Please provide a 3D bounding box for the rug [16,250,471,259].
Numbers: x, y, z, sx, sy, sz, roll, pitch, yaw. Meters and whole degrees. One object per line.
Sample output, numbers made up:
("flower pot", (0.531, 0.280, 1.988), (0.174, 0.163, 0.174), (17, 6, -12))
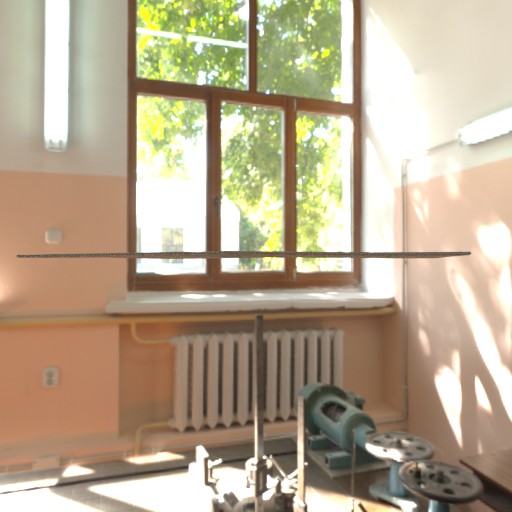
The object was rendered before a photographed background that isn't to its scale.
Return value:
("rug", (0.000, 0.000, 2.864), (2.305, 0.029, 1.593), (0, -1, 17))
